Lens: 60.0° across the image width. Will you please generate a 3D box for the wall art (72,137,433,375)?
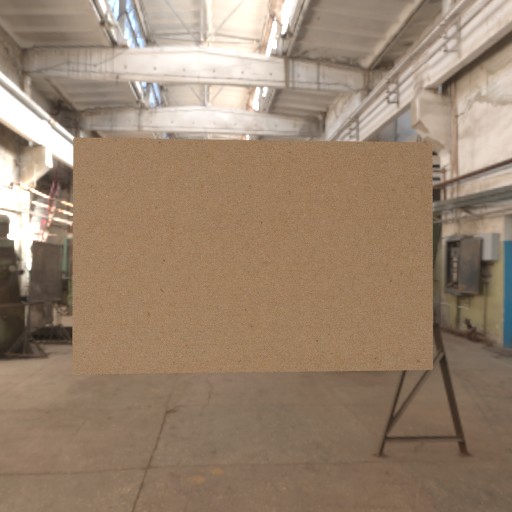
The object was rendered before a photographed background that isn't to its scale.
[{"bbox_3d":[0.000,0.000,0.780,0.618,0.398,0.042,0,0,-3],"label":"wall art"}]
